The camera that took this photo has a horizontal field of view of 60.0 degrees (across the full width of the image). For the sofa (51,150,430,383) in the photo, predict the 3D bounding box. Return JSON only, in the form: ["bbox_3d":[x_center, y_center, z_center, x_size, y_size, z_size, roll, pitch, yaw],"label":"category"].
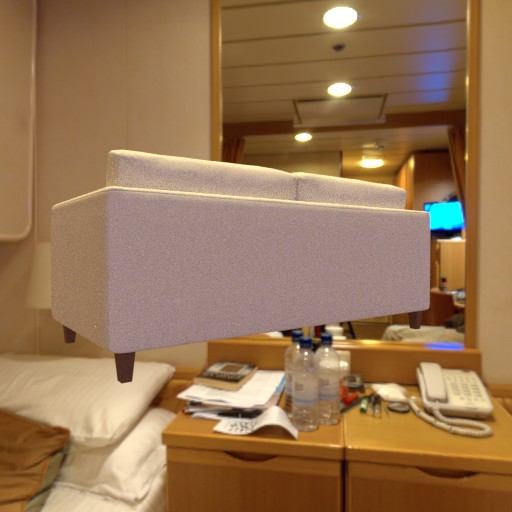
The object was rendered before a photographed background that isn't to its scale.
[{"bbox_3d":[0.000,0.000,2.496,1.981,0.889,0.965,-1,1,-36],"label":"sofa"}]
